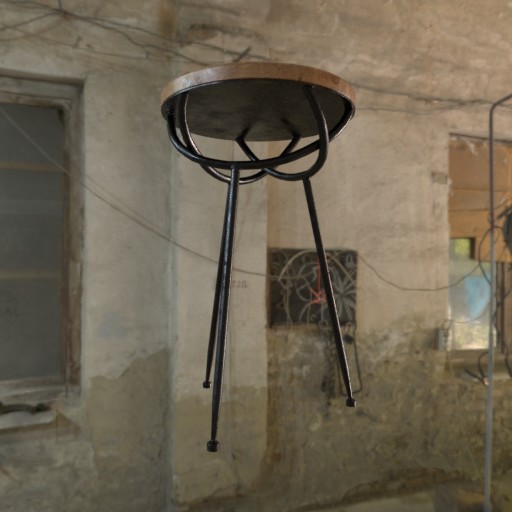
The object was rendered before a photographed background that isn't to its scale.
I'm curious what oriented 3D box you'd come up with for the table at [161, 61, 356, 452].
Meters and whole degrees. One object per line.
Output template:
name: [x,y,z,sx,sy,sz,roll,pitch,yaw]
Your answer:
table: [0.000,0.000,0.952,0.414,0.664,0.418,0,0,35]
